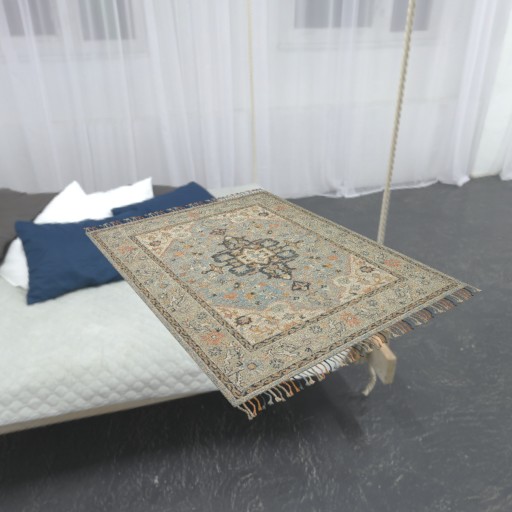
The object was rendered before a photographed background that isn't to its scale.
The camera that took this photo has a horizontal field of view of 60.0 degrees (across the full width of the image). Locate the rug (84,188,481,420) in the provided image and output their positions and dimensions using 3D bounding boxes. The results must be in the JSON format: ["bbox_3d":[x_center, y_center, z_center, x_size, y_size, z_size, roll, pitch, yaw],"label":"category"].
[{"bbox_3d":[0.000,0.000,4.254,2.379,0.011,3.221,-18,33,-31],"label":"rug"}]
